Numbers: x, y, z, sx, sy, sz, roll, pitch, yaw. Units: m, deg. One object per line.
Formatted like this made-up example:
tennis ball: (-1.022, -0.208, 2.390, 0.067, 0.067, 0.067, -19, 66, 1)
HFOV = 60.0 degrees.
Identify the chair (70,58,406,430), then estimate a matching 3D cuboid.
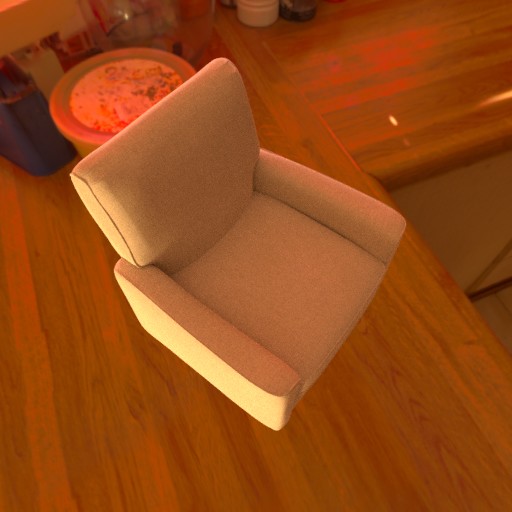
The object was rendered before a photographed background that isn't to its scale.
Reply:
chair: (0.000, 0.000, 1.662, 0.859, 1.023, 0.845, 33, 64, 18)
